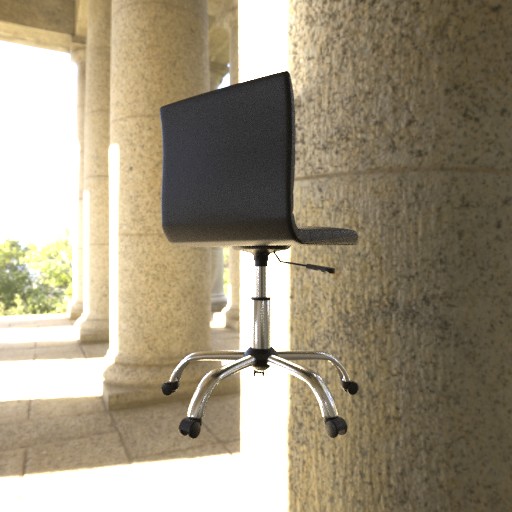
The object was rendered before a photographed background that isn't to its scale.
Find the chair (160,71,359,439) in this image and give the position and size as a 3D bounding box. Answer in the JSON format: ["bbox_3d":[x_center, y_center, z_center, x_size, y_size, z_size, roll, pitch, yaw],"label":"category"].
[{"bbox_3d":[0.000,0.000,1.157,0.556,0.780,0.530,0,0,36],"label":"chair"}]
